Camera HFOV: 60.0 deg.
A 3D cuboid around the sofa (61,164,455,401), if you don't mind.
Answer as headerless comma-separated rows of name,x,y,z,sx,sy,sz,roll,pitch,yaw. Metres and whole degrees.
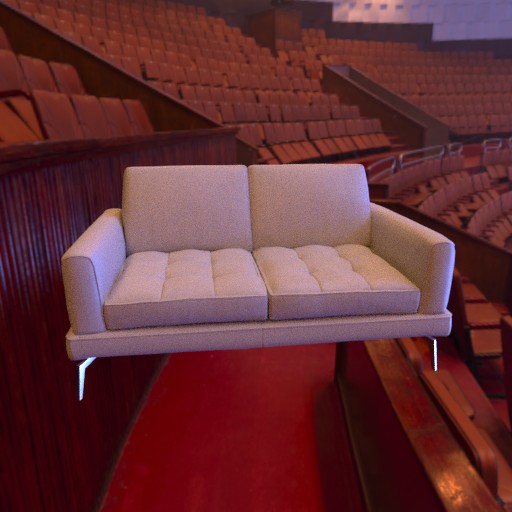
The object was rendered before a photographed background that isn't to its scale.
sofa,0.000,0.000,2.463,1.819,0.930,1.121,-2,18,-7
